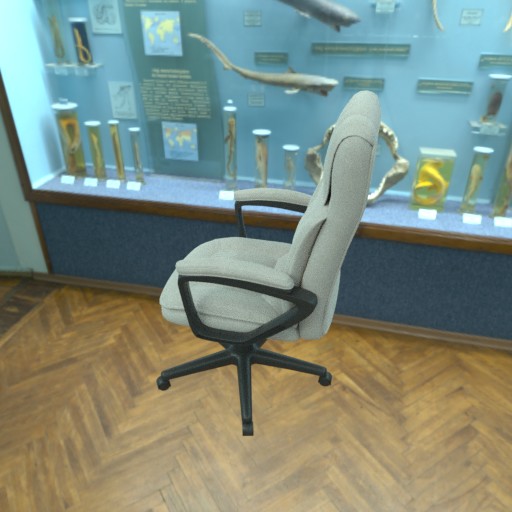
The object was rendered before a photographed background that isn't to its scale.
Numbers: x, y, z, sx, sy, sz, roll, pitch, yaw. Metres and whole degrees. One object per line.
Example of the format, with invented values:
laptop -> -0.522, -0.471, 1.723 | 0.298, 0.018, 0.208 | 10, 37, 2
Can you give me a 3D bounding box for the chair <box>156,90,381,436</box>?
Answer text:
chair -> 0.000, 0.000, 1.571 | 0.724, 1.105, 0.667 | 8, 31, 13
